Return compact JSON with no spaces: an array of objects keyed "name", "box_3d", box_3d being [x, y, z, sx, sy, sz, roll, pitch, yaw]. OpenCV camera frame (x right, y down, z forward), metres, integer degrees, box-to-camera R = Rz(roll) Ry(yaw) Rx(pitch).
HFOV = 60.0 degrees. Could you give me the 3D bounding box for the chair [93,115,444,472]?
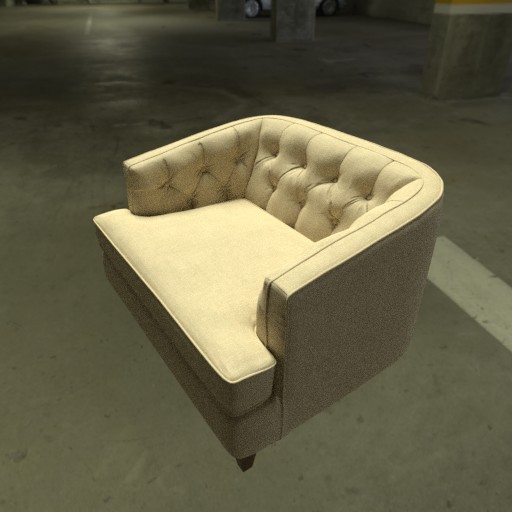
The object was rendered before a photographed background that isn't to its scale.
[{"name":"chair","box_3d":[0.000,0.000,1.694,0.914,0.787,1.118,-20,37,-29]}]
